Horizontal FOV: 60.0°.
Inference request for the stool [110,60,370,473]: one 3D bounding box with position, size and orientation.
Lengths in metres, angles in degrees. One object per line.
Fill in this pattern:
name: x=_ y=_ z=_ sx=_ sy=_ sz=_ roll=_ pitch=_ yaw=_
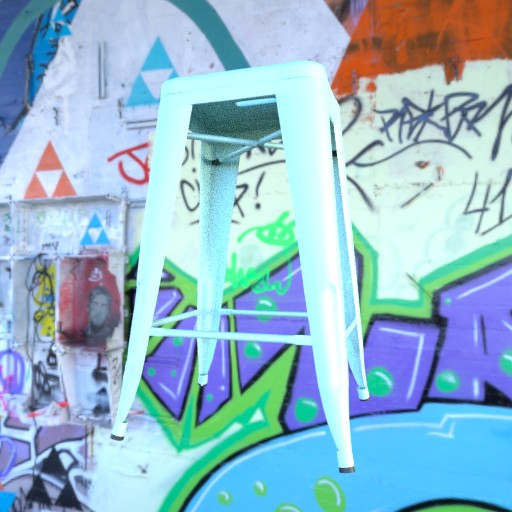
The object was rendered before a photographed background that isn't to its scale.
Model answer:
stool: x=0.000 y=0.000 z=0.839 sx=0.399 sy=0.609 sz=0.359 roll=0 pitch=-1 yaw=17
